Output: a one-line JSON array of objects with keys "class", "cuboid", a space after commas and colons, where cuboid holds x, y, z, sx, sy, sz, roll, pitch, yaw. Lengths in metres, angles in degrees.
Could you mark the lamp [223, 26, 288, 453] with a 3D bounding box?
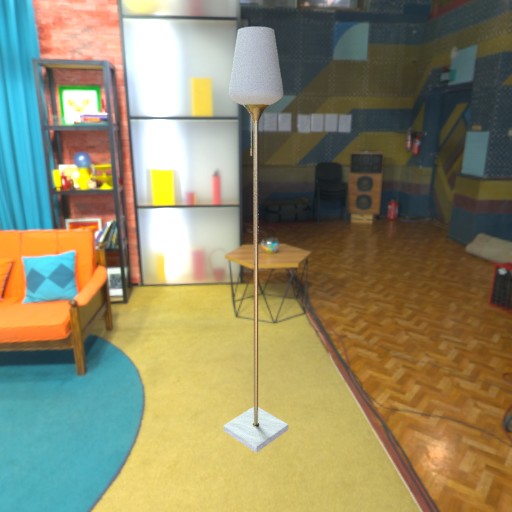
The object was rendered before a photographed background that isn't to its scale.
[{"class": "lamp", "cuboid": [0.000, 0.000, 1.964, 0.229, 1.813, 0.232, 15, 22, 42]}]
